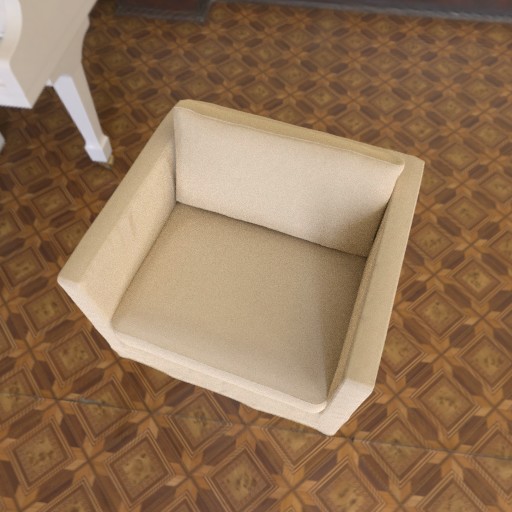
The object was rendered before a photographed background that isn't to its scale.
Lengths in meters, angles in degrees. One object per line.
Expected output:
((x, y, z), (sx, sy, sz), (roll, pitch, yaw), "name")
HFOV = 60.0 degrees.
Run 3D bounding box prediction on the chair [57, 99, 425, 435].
((0.000, 0.000, 1.761), (1.057, 0.851, 0.947), (17, 61, 10), "chair")
